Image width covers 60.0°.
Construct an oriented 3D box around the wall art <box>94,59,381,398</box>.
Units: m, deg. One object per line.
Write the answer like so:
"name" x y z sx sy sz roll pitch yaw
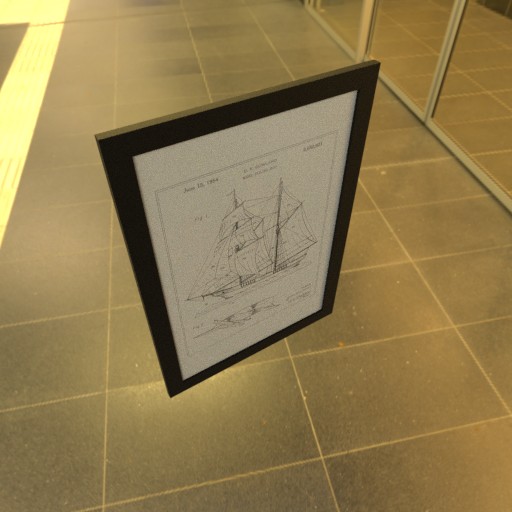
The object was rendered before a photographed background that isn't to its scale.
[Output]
"wall art" 0.000 0.000 0.607 0.326 0.459 0.011 -23 49 -22
